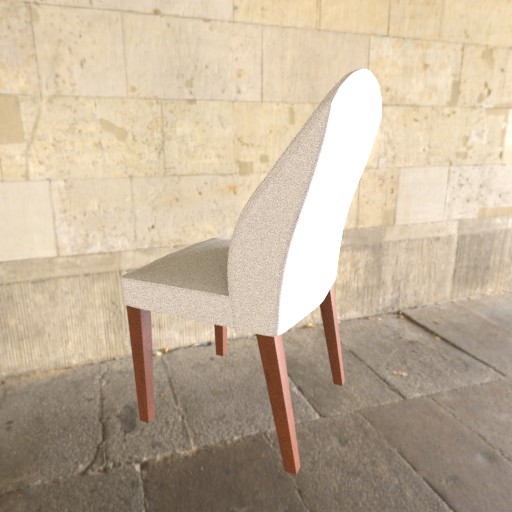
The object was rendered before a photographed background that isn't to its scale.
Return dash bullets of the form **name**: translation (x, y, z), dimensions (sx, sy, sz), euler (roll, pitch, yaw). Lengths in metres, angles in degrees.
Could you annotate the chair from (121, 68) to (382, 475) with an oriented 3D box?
- **chair**: translation (0.000, 0.000, 1.178), dimensions (0.540, 0.893, 0.472), euler (7, 17, 24)
